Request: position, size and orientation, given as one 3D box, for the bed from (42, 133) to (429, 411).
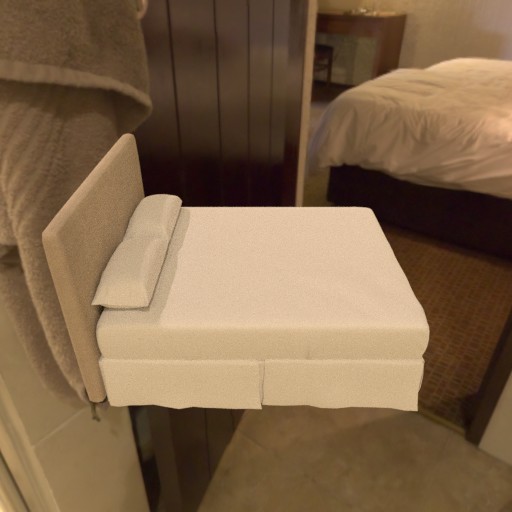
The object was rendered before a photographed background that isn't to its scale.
[{"bbox_3d":[0.000,0.000,3.221,2.162,1.330,1.713,0,32,0],"label":"bed"}]
